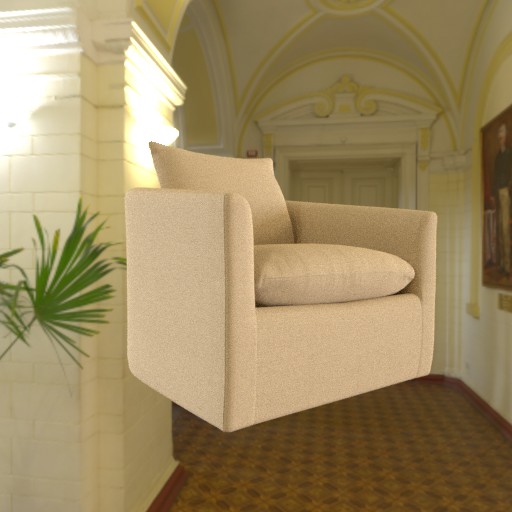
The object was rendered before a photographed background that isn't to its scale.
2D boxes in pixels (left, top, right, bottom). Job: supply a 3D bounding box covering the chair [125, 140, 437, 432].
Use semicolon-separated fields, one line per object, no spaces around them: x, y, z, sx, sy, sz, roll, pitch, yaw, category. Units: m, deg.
0.000;0.000;1.578;0.845;0.848;0.910;0;1;-36;chair
